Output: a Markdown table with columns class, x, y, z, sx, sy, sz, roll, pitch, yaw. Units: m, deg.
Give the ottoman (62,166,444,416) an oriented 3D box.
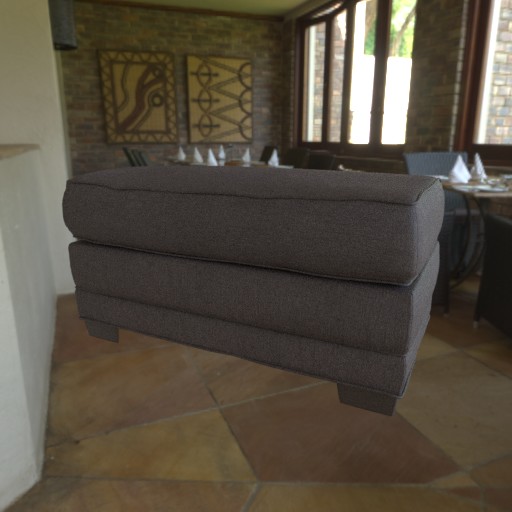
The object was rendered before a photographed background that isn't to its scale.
| class | x | y | z | sx | sy | sz | roll | pitch | yaw |
| --- | --- | --- | --- | --- | --- | --- | --- | --- | --- |
| ottoman | 0.000 | 0.000 | 1.147 | 0.864 | 0.448 | 0.490 | 7 | 17 | 26 |
